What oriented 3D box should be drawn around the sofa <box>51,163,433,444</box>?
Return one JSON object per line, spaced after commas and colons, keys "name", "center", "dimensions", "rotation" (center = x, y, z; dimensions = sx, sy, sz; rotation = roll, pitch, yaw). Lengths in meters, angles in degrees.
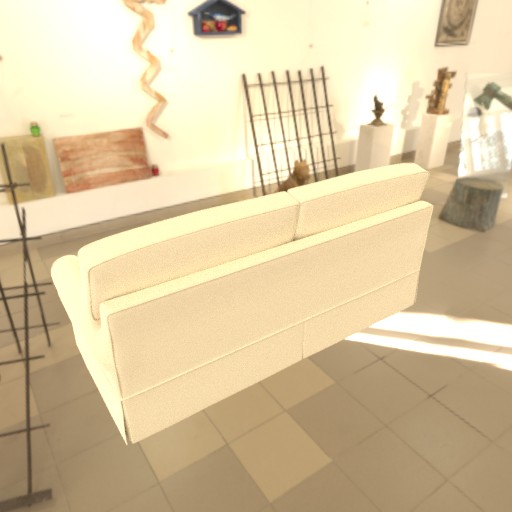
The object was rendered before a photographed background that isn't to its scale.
{"name": "sofa", "center": [0.000, 0.000, 2.503], "dimensions": [2.021, 0.937, 0.862], "rotation": [-18, 33, -30]}
